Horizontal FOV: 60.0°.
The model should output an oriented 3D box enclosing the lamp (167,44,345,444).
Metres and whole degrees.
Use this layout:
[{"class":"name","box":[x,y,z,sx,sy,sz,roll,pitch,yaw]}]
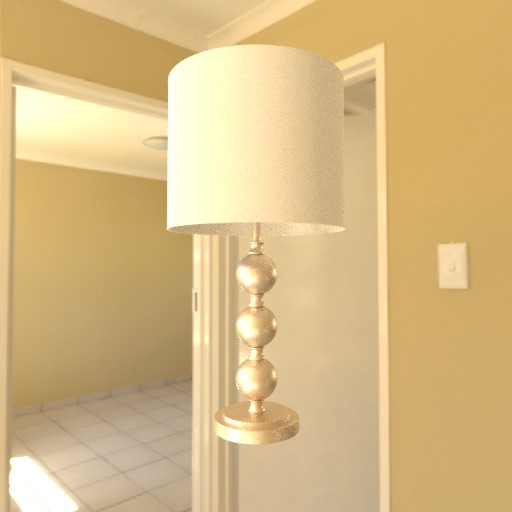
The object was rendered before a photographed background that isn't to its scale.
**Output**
[{"class":"lamp","box":[0.000,0.000,0.701,0.277,0.538,0.277,-1,-1,37]}]
